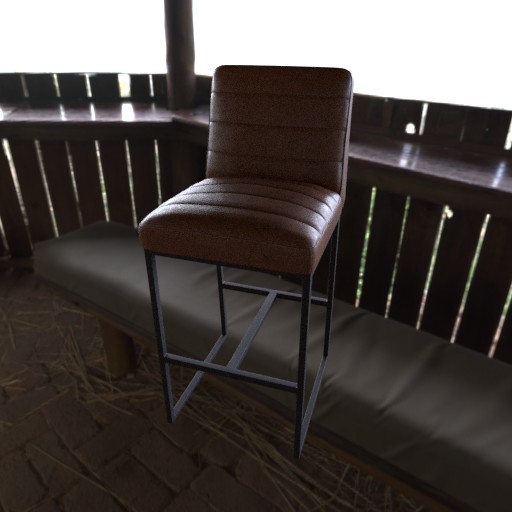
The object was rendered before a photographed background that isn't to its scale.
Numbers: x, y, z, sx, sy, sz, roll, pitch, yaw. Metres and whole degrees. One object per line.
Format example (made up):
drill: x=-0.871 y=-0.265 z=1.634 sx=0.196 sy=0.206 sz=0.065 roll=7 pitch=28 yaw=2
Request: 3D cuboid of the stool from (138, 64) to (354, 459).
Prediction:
stool: x=0.000 y=0.000 z=1.351 sx=0.458 sy=1.040 sz=0.556 roll=9 pitch=28 yaw=16
